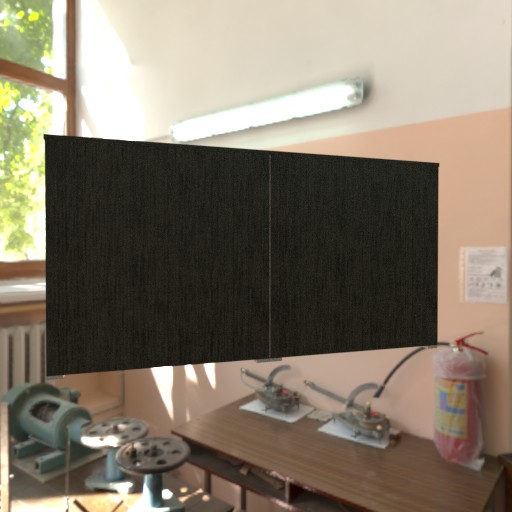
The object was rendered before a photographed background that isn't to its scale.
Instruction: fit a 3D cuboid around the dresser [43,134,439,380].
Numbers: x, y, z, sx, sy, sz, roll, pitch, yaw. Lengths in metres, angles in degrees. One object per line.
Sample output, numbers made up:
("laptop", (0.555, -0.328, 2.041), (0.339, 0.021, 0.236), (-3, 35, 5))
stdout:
("dresser", (0.000, 0.000, 1.815), (1.535, 0.790, 0.333), (0, 1, -18))
